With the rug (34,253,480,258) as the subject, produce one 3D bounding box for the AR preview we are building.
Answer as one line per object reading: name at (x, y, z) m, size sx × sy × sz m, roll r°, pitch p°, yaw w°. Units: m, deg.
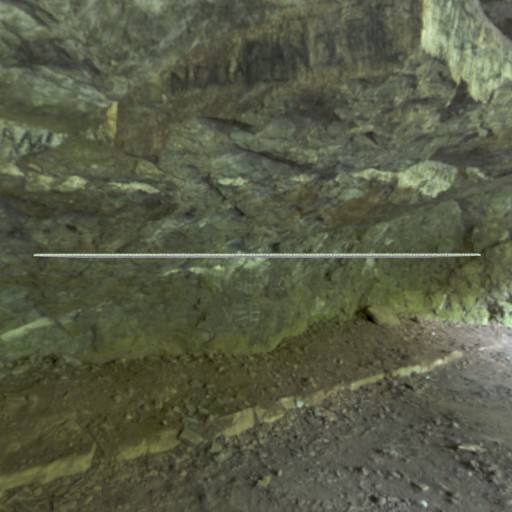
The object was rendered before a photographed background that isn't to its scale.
rug at (0.000, 0.000, 2.080) m, size 1.824 × 0.009 × 0.562 m, roll 0°, pitch -1°, yaw 1°
